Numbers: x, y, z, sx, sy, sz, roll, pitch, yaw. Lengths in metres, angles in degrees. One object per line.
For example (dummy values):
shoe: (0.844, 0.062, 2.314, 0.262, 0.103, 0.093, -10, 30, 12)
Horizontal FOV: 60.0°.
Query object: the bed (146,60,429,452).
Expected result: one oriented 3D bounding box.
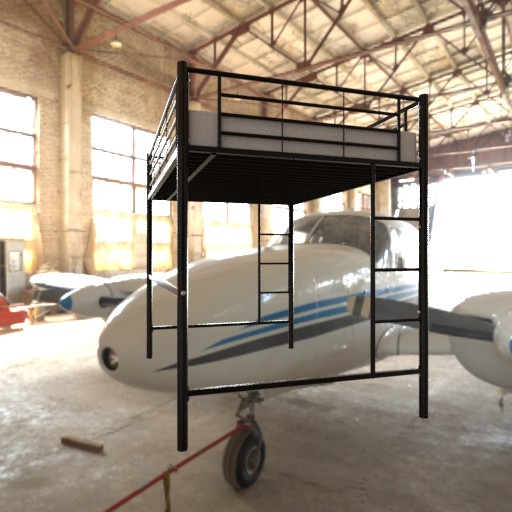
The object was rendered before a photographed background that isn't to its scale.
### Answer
bed: (0.000, 0.000, 3.194, 1.397, 1.803, 1.994, 0, 0, -18)
